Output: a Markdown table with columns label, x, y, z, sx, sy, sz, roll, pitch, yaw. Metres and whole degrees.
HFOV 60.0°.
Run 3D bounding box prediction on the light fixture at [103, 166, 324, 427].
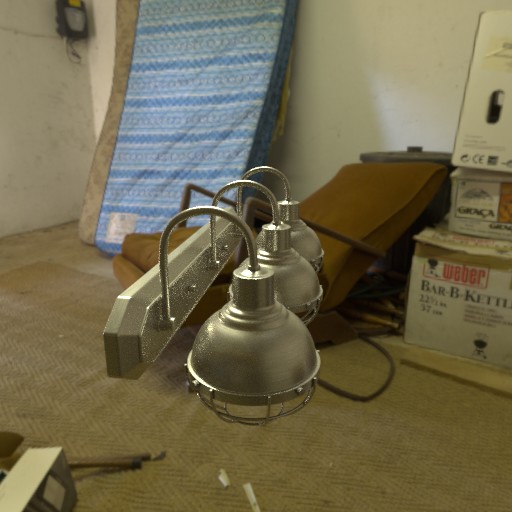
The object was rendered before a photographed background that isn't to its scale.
| label | x | y | z | sx | sy | sz | roll | pitch | yaw |
| --- | --- | --- | --- | --- | --- | --- | --- | --- | --- |
| light fixture | 0.000 | 0.000 | 0.749 | 0.229 | 0.254 | 0.634 | 3 | 17 | 8 |
